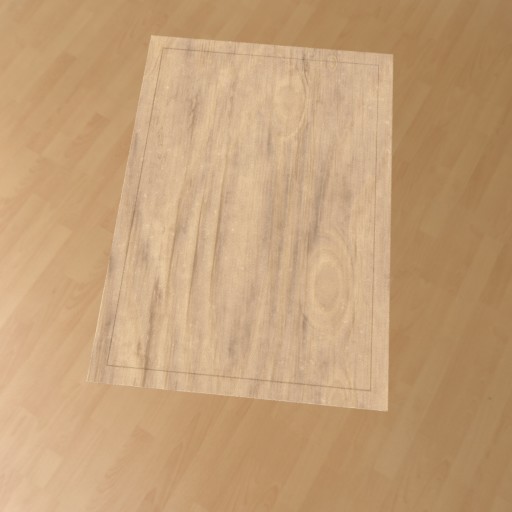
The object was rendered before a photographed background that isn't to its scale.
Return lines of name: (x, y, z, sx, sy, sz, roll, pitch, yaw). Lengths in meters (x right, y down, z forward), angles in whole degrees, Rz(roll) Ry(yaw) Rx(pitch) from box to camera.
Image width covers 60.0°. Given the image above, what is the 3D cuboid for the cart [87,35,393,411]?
cart: (0.000, 0.000, 1.376, 0.567, 0.920, 0.797, 5, 75, 1)
